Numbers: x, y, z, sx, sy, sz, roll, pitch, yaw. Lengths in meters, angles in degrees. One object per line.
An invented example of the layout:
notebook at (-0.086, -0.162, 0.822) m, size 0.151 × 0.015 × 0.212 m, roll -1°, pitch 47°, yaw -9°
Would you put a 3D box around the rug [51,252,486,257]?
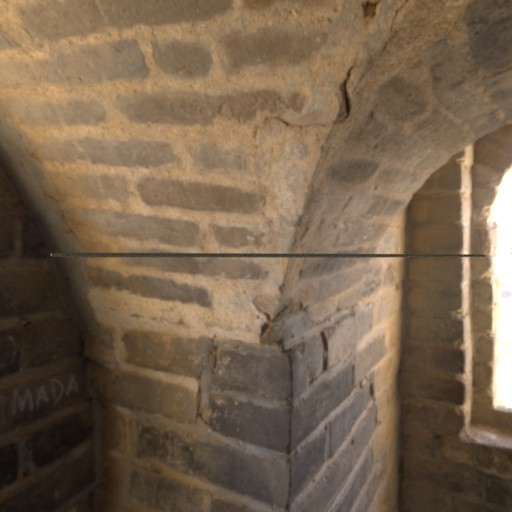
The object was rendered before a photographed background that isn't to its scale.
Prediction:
rug at (0.000, 0.000, 3.480) m, size 2.746 × 0.018 × 1.819 m, roll 0°, pitch 0°, yaw -19°
